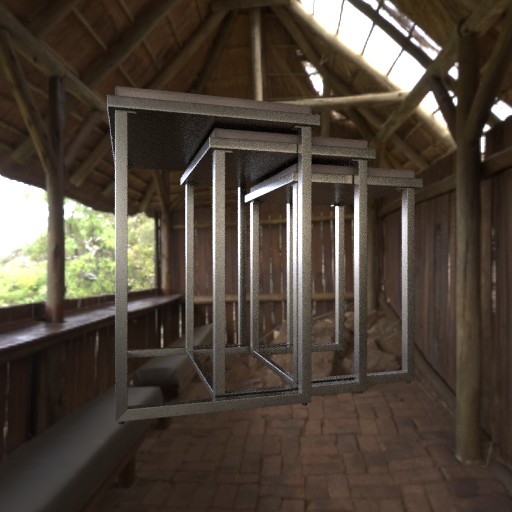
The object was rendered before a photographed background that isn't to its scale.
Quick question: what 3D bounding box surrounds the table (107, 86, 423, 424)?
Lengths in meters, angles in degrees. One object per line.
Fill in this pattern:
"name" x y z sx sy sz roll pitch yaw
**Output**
"table" 0.000 0.000 1.144 0.706 0.610 0.559 0 0 -16
